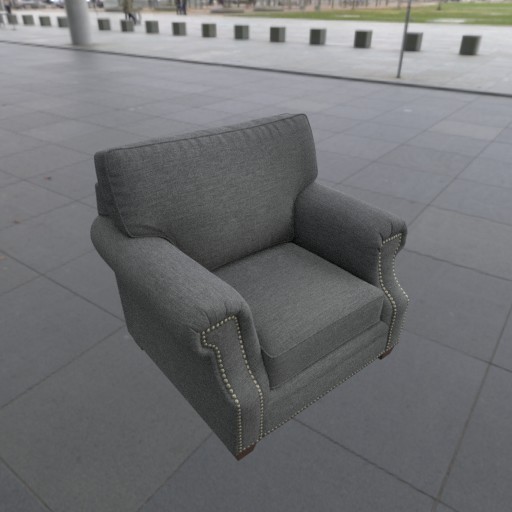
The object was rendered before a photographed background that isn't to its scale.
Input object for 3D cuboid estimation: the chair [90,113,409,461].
[{"bbox_3d":[0.000,0.000,1.861,1.092,0.961,0.965,-22,37,-33],"label":"chair"}]
